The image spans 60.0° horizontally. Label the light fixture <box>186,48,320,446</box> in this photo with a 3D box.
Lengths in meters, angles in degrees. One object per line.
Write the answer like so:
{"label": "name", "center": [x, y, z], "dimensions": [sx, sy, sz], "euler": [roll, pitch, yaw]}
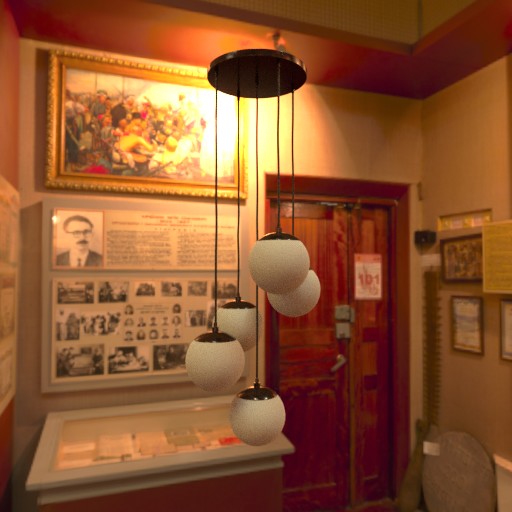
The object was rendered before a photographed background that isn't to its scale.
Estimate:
{"label": "light fixture", "center": [0.000, 0.000, 1.519], "dimensions": [0.484, 1.271, 0.489], "euler": [1, -2, -17]}
